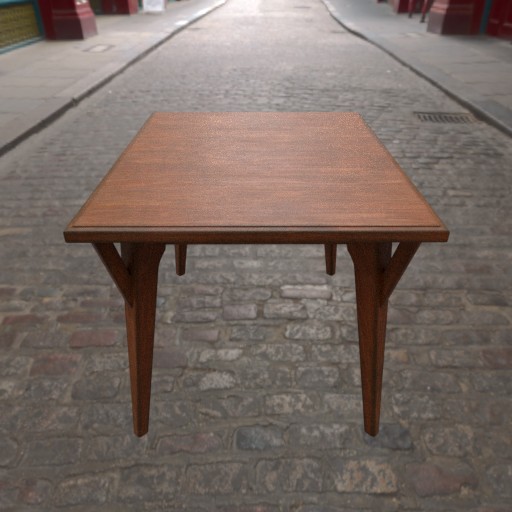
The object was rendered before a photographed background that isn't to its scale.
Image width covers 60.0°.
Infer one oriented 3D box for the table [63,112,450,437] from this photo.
[{"bbox_3d":[0.000,0.000,1.576,0.838,0.761,0.991,0,32,0],"label":"table"}]
